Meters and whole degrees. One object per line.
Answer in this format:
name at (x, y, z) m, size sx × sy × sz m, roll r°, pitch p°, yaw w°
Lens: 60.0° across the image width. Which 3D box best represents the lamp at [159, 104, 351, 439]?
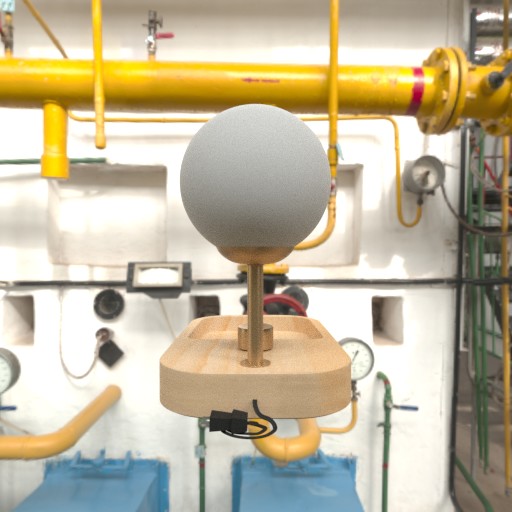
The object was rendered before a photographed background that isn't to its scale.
lamp at (0.000, 0.000, 0.475) m, size 0.173 × 0.253 × 0.331 m, roll 0°, pitch 1°, yaw 0°
